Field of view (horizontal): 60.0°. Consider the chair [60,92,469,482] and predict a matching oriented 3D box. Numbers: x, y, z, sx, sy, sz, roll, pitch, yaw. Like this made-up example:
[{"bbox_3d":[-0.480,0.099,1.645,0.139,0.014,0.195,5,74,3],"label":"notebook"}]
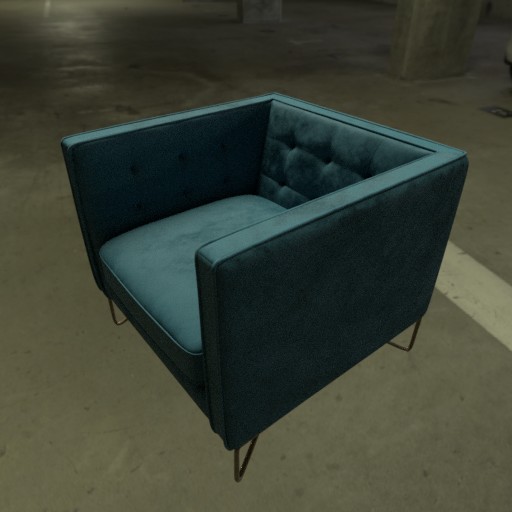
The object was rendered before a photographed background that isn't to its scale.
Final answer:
[{"bbox_3d":[0.000,0.000,1.506,0.894,0.790,0.880,-24,41,-31],"label":"chair"}]
